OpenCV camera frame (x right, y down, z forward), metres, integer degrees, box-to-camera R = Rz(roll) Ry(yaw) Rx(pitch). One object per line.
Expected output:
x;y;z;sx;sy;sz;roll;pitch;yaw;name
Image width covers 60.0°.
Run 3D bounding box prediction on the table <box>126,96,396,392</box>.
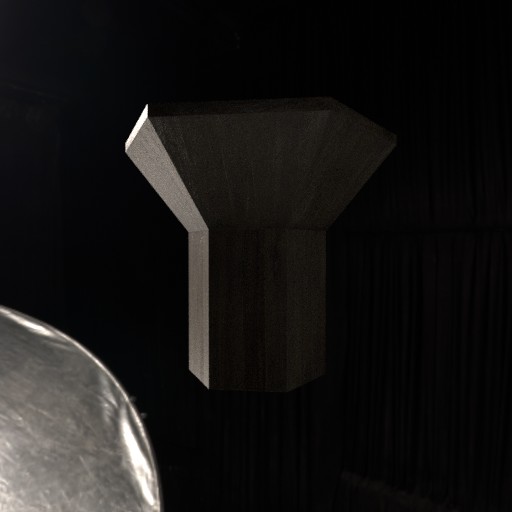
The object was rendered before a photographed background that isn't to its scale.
0.000;0.000;1.118;0.592;0.586;0.683;1;1;37;table
